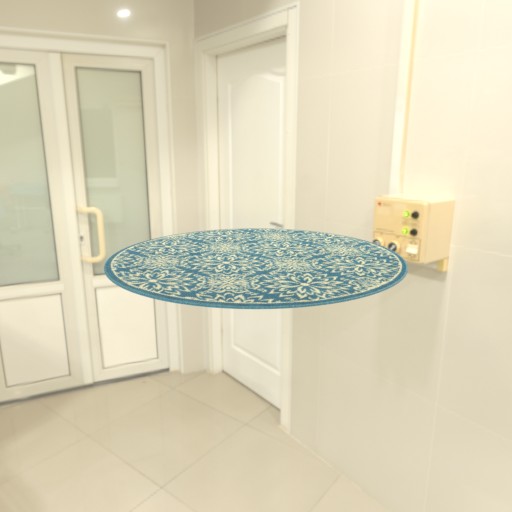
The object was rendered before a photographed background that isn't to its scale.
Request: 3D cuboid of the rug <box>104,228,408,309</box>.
[{"bbox_3d":[0.000,0.000,2.445,1.593,0.012,1.593,0,14,0],"label":"rug"}]
